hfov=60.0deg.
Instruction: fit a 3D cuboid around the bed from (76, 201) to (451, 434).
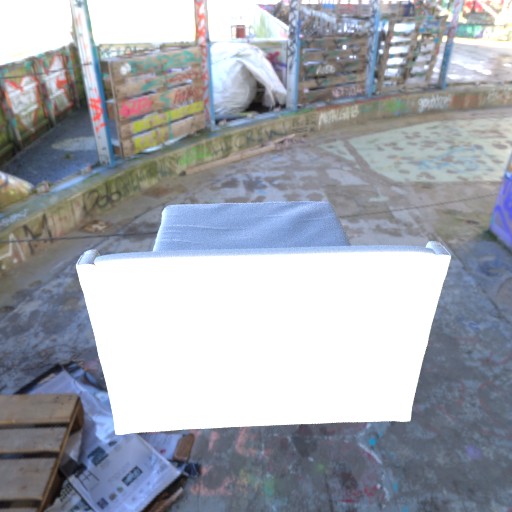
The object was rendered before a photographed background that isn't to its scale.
[{"bbox_3d":[0.000,0.000,3.516,1.925,1.332,2.276,-1,31,-3],"label":"bed"}]
